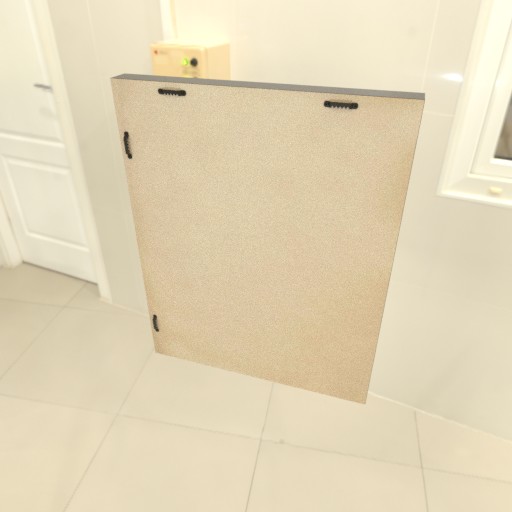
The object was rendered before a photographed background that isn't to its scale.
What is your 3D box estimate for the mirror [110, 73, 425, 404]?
[{"bbox_3d":[0.000,0.000,0.693,0.405,0.508,0.041,10,33,15],"label":"mirror"}]
